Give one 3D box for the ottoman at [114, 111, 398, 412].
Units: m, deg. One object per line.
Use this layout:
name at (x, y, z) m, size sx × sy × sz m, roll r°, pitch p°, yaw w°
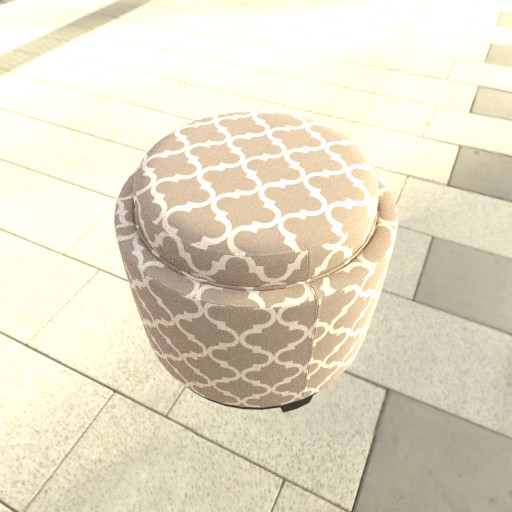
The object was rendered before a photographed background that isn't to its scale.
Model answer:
ottoman at (0.000, 0.000, 0.855) m, size 0.480 × 0.429 × 0.480 m, roll 0°, pitch 46°, yaw 0°
